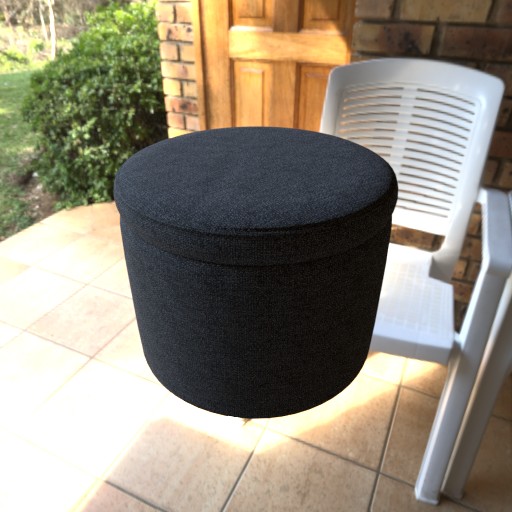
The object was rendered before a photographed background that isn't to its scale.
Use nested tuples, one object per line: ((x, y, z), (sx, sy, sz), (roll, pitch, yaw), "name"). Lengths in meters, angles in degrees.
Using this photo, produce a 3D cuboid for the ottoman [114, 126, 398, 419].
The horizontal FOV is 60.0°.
((0.000, 0.000, 0.928), (0.520, 0.430, 0.520), (0, 32, 0), "ottoman")
